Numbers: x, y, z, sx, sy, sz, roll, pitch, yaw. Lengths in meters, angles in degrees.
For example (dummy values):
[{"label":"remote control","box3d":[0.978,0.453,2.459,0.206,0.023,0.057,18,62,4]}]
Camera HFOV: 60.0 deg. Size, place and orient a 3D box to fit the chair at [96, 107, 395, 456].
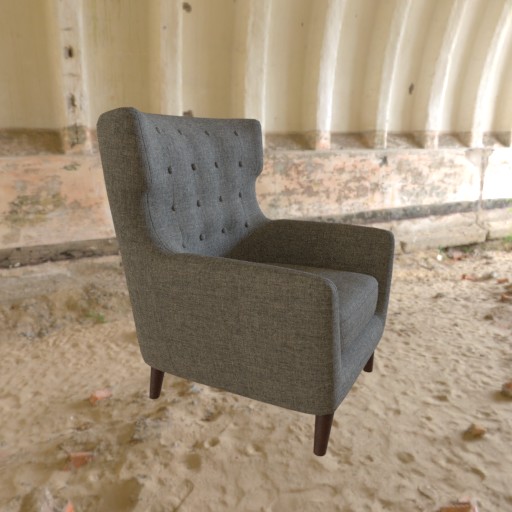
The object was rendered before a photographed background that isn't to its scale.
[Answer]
[{"label":"chair","box3d":[0.000,0.000,1.715,0.904,1.063,0.878,8,16,27]}]
